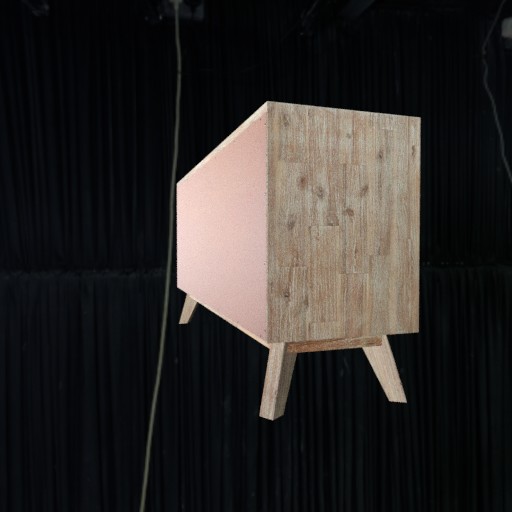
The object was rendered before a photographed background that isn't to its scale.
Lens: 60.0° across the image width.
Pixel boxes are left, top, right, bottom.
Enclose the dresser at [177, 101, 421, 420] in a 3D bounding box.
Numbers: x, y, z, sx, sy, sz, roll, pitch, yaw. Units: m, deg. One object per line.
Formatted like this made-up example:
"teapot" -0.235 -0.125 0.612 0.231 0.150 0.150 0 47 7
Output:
"dresser" 0.000 0.000 1.911 0.455 0.805 1.554 0 2 -18
